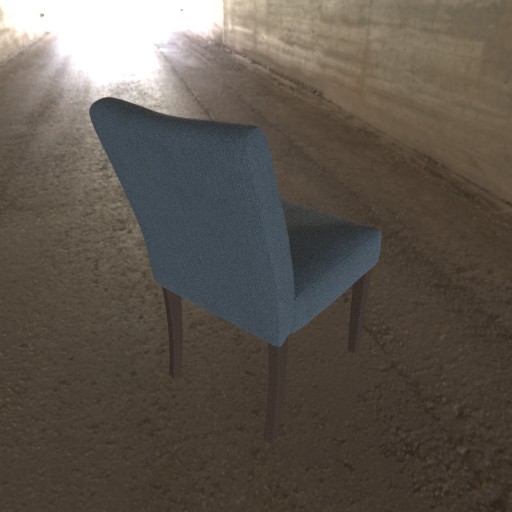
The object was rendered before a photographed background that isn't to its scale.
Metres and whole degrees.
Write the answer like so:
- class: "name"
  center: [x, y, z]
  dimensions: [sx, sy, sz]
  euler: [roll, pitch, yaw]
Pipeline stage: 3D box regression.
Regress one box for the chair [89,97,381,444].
- class: "chair"
  center: [0.000, 0.000, 1.235]
  dimensions: [0.487, 0.882, 0.629]
  euler: [22, 37, 32]
